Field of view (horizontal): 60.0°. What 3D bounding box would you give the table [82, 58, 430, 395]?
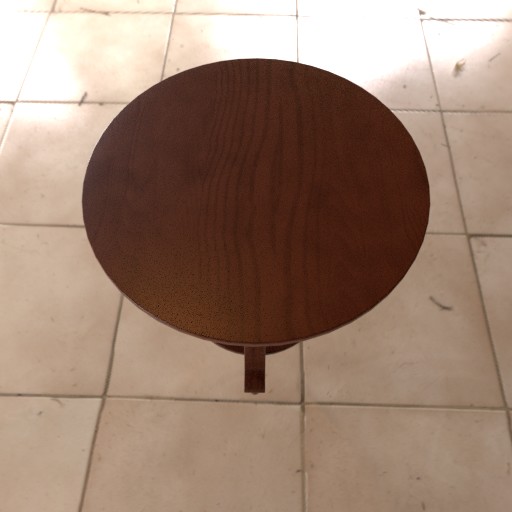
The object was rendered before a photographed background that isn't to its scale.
[{"bbox_3d":[0.000,0.000,1.040,0.597,0.612,0.597,0,63,0],"label":"table"}]
